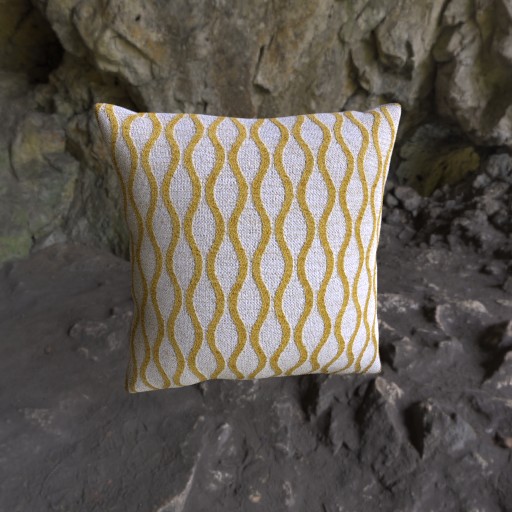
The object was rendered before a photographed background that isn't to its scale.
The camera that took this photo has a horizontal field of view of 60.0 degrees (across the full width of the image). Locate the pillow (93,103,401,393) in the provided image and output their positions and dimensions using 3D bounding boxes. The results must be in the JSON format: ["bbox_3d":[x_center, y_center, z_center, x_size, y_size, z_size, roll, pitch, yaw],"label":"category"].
[{"bbox_3d":[0.000,0.000,0.662,0.429,0.436,0.159,-2,16,-9],"label":"pillow"}]
